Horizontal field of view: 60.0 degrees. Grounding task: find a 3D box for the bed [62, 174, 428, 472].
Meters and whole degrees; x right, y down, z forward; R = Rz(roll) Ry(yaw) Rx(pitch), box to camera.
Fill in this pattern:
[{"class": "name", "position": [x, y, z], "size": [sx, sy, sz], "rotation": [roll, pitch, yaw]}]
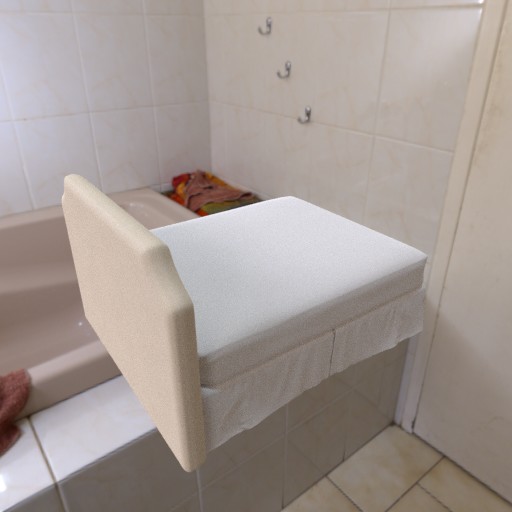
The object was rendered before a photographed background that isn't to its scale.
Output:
[{"class": "bed", "position": [0.000, 0.000, 3.319], "size": [2.209, 1.296, 1.827], "rotation": [-18, 32, -31]}]
